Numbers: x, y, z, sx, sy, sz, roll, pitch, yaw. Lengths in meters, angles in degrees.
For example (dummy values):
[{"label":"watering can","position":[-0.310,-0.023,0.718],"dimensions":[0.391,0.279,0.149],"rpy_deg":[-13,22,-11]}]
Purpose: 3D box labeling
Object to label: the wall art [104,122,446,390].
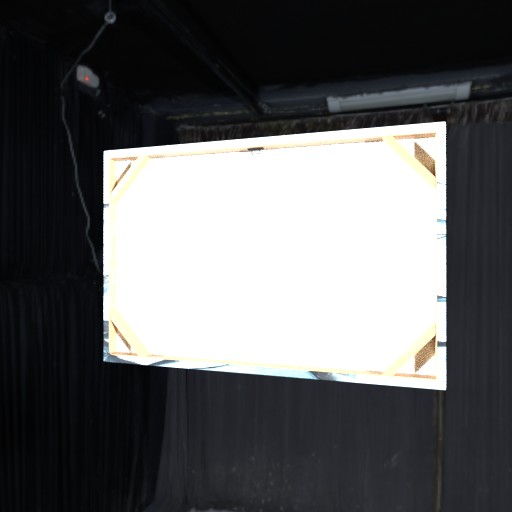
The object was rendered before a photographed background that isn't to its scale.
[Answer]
[{"label":"wall art","position":[0.000,0.000,1.160],"dimensions":[0.914,0.609,0.039],"rpy_deg":[0,0,18]}]
